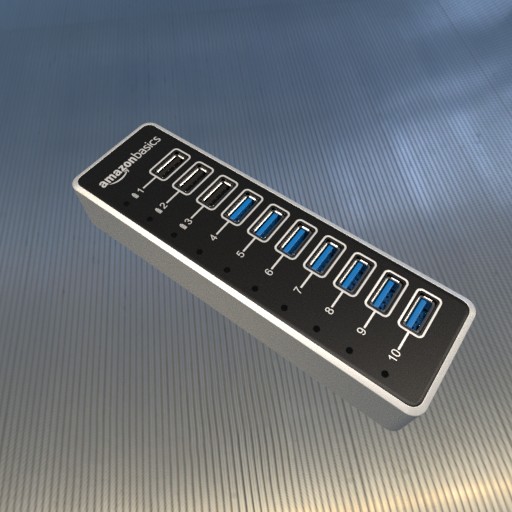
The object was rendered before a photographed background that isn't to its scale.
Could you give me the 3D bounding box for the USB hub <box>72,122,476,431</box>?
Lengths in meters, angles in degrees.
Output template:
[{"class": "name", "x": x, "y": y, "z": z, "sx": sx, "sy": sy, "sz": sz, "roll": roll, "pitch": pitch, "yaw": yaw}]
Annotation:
[{"class": "USB hub", "x": 0.000, "y": 0.000, "z": 0.163, "sx": 0.145, "sy": 0.023, "sz": 0.044, "roll": 32, "pitch": 64, "yaw": 18}]
